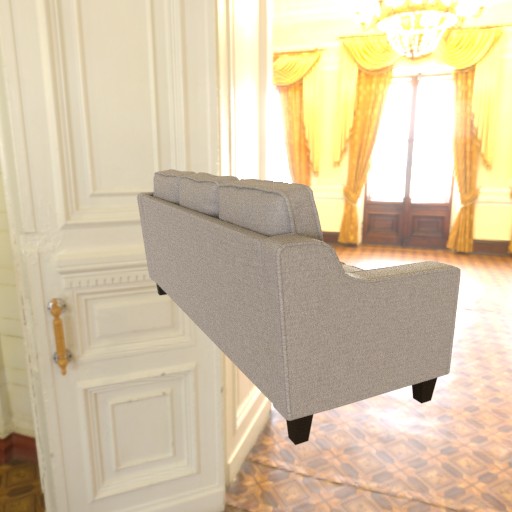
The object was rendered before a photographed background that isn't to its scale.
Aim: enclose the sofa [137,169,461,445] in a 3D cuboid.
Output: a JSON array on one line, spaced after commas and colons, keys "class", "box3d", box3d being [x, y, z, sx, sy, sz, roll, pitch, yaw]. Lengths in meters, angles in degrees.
[{"class": "sofa", "box3d": [0.000, 0.000, 2.576, 0.899, 0.950, 2.129, -6, 14, -26]}]
